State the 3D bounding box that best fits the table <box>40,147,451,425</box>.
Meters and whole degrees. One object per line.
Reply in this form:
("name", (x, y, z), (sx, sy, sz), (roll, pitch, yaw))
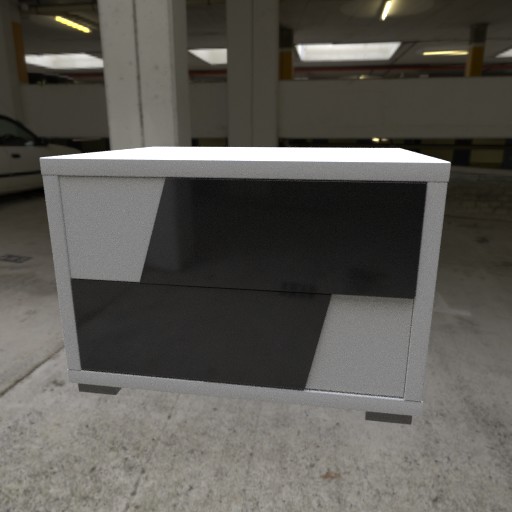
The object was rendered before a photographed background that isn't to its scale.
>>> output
("table", (0.000, 0.000, 0.783), (0.517, 0.357, 0.399), (3, 16, 9))
